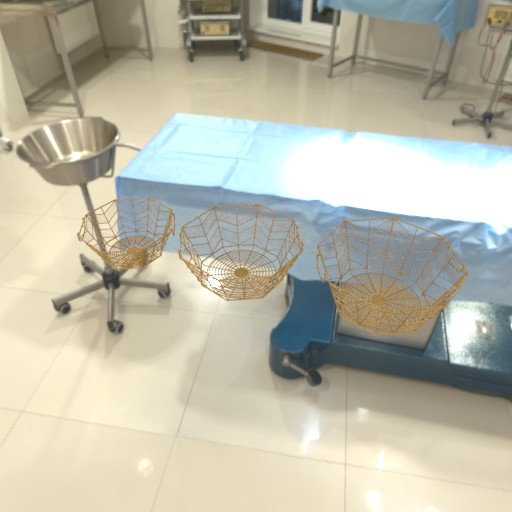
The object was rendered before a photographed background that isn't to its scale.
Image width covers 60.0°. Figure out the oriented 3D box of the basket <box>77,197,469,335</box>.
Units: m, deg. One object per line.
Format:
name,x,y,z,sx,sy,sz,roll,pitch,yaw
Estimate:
basket,0.000,0.000,1.434,1.245,0.178,0.432,11,41,12
